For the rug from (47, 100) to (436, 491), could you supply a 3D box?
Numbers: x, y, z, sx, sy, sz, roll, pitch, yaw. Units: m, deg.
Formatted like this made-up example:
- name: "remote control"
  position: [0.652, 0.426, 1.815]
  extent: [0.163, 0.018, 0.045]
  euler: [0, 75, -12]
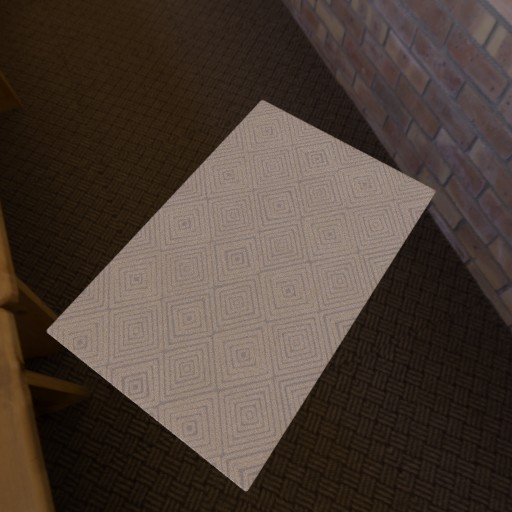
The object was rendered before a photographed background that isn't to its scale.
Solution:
- name: "rug"
  position: [0.000, 0.000, 2.223]
  extent: [1.143, 0.008, 1.753]
  euler: [32, 68, 14]
